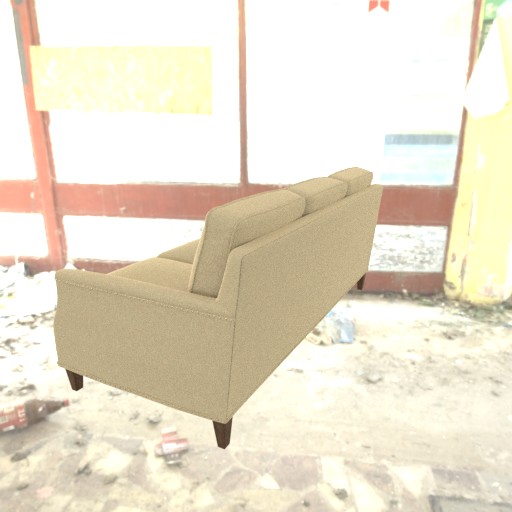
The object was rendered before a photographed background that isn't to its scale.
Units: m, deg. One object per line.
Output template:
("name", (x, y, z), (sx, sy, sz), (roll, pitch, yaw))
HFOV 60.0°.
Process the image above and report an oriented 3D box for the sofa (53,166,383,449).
("sofa", (0.000, 0.000, 2.807), (1.084, 1.003, 2.246), (9, 19, 27))
